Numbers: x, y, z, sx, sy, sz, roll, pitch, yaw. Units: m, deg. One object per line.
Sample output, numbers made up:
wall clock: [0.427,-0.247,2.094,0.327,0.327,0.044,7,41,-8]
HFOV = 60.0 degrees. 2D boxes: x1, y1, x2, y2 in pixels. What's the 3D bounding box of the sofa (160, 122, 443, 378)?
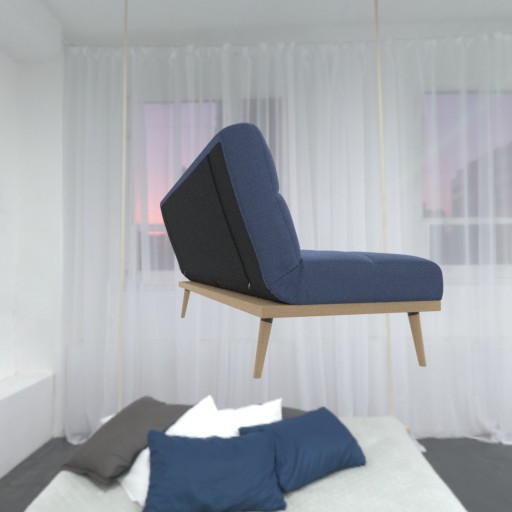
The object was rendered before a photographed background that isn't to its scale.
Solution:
sofa: [0.000,0.000,2.256,0.796,0.800,1.800,0,-1,-18]
